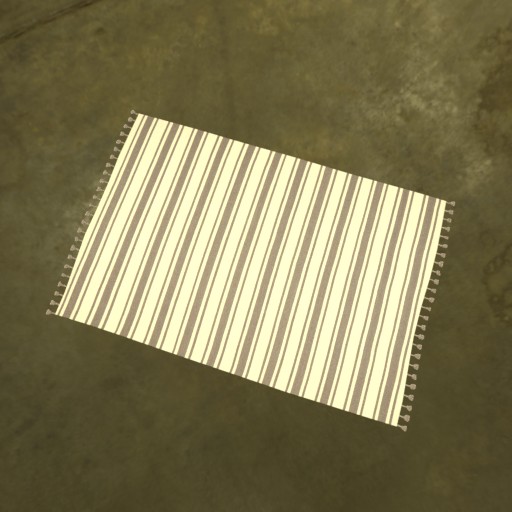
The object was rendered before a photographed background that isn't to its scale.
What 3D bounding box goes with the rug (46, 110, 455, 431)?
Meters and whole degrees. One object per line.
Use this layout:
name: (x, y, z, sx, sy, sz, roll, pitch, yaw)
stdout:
rug: (0.000, 0.000, 2.977, 2.425, 0.014, 1.563, 17, 76, 4)
